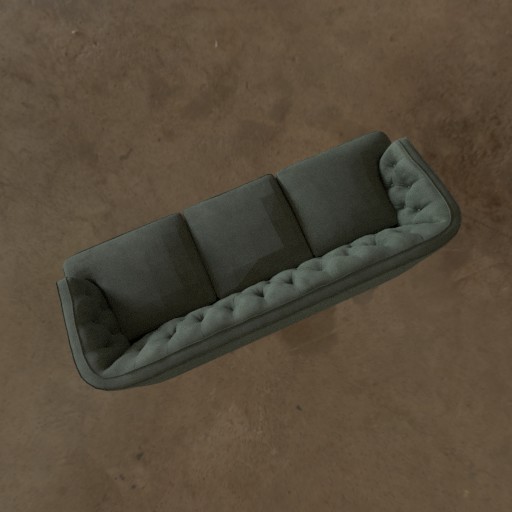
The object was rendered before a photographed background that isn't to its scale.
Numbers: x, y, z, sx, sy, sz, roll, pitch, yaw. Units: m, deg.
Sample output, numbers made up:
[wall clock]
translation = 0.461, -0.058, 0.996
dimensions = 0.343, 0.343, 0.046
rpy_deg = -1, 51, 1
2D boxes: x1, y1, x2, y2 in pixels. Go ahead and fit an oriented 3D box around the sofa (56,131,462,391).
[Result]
[sofa]
translation = 0.000, 0.000, 2.803
dimensions = 2.278, 0.855, 0.941
rpy_deg = -23, 77, -6
